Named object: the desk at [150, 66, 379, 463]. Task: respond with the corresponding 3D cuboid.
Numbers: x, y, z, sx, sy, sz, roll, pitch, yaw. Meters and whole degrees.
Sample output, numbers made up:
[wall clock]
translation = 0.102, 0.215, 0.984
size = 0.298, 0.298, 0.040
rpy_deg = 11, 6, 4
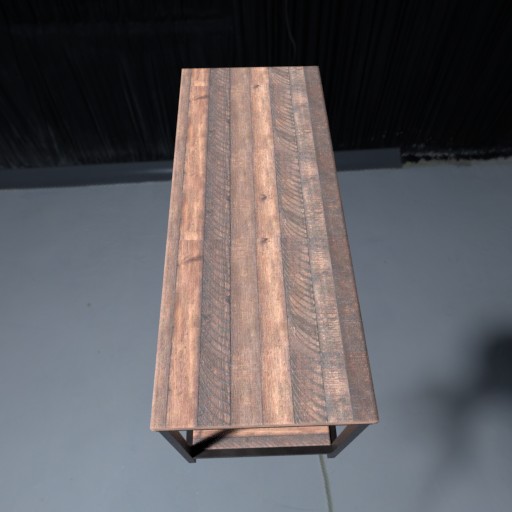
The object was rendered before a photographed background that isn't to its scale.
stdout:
[desk]
translation = 0.000, 0.000, 1.916
size = 0.617, 0.753, 1.538
rpy_deg = -2, 58, -1
